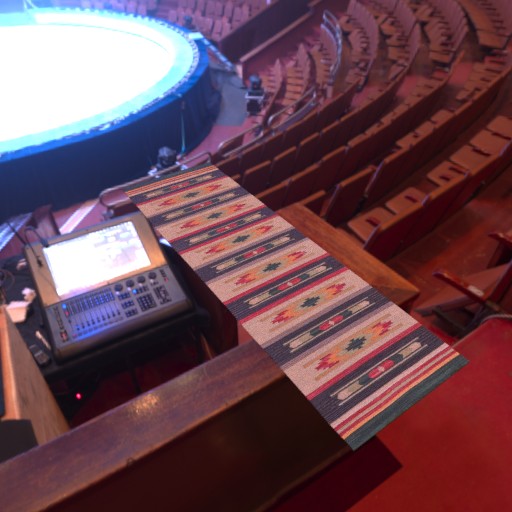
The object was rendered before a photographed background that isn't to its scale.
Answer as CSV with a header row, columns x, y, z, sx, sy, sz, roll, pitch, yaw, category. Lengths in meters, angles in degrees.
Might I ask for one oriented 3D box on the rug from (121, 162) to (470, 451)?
x,y,z,sx,sy,sz,roll,pitch,yaw,category
0.000,0.000,2.692,0.760,0.009,2.440,-24,45,-26,rug
